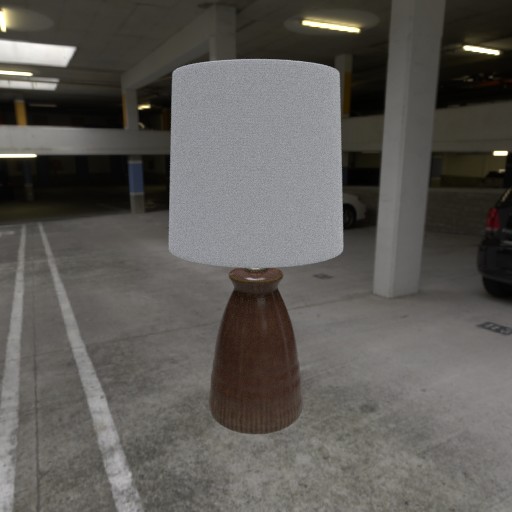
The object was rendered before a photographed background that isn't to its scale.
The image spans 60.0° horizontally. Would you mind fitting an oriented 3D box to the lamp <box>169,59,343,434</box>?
[{"bbox_3d":[0.000,0.000,0.484,0.186,0.369,0.186,0,13,0],"label":"lamp"}]
